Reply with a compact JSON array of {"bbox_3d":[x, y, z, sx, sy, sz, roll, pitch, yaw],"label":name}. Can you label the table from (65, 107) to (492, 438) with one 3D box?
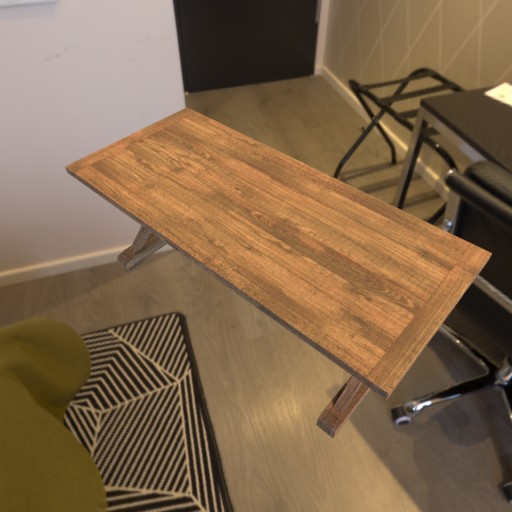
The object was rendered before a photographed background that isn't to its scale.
[{"bbox_3d":[0.000,0.000,2.487,2.031,0.733,0.907,33,54,28],"label":"table"}]
